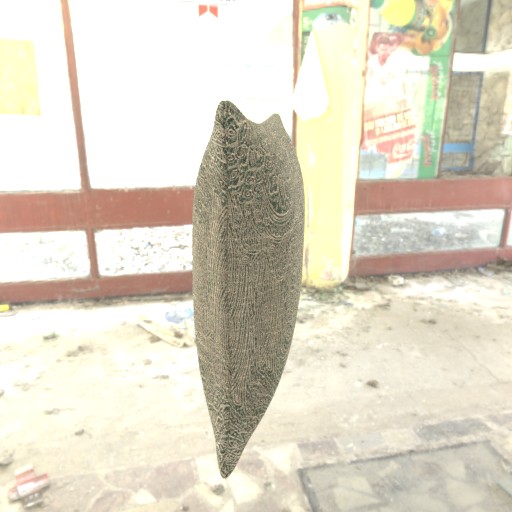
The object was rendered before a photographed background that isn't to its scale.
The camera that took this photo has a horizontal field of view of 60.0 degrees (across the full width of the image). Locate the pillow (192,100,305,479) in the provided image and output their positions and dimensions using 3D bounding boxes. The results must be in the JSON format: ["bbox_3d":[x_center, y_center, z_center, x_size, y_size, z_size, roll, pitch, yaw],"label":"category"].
[{"bbox_3d":[0.000,0.000,0.801,0.166,0.507,0.526,3,17,8],"label":"pillow"}]
